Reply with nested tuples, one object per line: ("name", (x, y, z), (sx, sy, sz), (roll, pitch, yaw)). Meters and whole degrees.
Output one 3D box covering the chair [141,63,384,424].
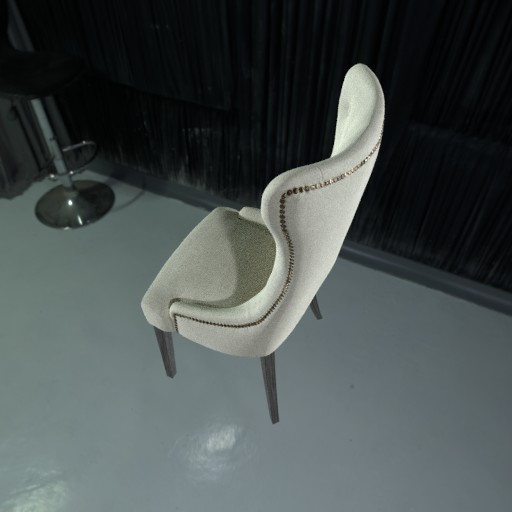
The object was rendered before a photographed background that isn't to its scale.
("chair", (0.000, 0.000, 1.392), (0.590, 1.065, 0.584), (18, 49, 16))
